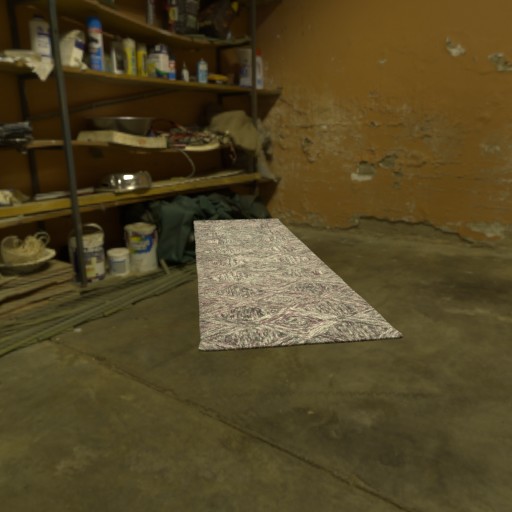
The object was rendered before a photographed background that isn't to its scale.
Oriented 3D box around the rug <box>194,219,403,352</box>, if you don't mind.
[{"bbox_3d":[0.000,0.000,2.594,0.719,0.013,2.305,-2,15,-8],"label":"rug"}]
